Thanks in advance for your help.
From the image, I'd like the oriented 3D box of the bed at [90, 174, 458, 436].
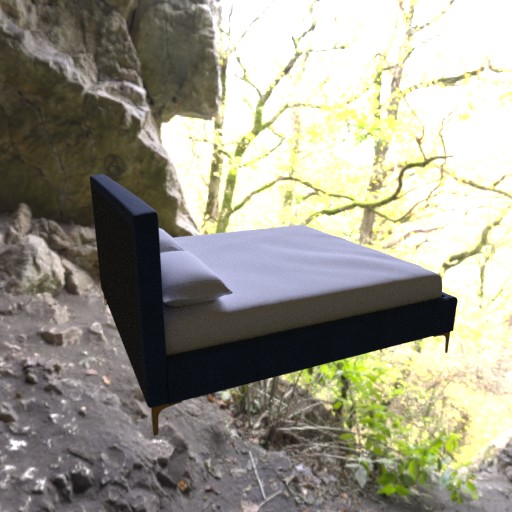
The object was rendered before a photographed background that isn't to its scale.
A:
[{"bbox_3d":[0.000,0.000,3.577,2.232,1.231,2.096,-7,18,-24],"label":"bed"}]
